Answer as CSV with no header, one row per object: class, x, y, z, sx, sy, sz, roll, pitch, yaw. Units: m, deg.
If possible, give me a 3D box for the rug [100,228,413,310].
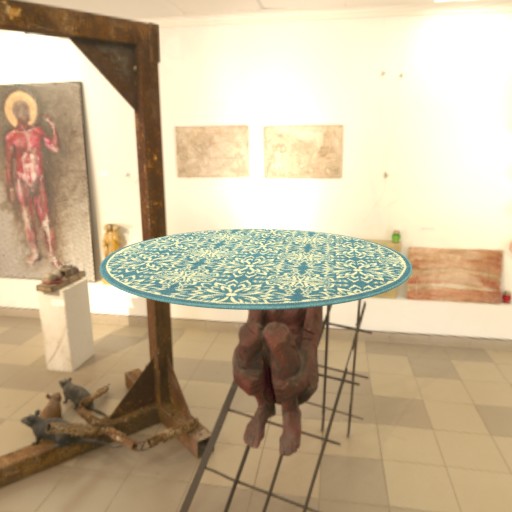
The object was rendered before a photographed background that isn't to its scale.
rug,0.000,0.000,2.384,1.593,0.012,1.593,0,14,0
